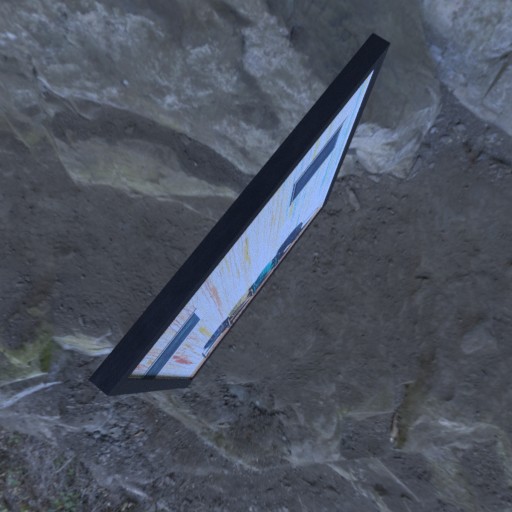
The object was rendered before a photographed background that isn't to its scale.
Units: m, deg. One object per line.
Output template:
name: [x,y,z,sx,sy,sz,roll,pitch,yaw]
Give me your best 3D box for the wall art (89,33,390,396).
wall art: [0.000,0.000,1.090,0.039,0.763,0.763,36,77,9]
